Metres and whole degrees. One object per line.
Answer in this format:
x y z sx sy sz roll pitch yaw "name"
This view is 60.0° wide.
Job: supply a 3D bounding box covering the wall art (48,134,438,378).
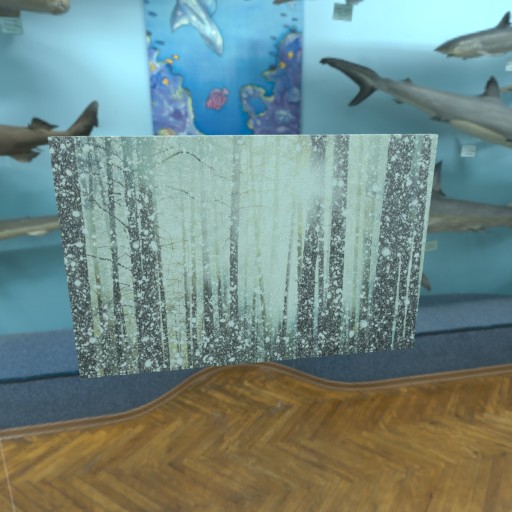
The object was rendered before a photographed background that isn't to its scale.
0.000 0.000 1.138 0.919 0.598 0.038 -3 18 -9 "wall art"
